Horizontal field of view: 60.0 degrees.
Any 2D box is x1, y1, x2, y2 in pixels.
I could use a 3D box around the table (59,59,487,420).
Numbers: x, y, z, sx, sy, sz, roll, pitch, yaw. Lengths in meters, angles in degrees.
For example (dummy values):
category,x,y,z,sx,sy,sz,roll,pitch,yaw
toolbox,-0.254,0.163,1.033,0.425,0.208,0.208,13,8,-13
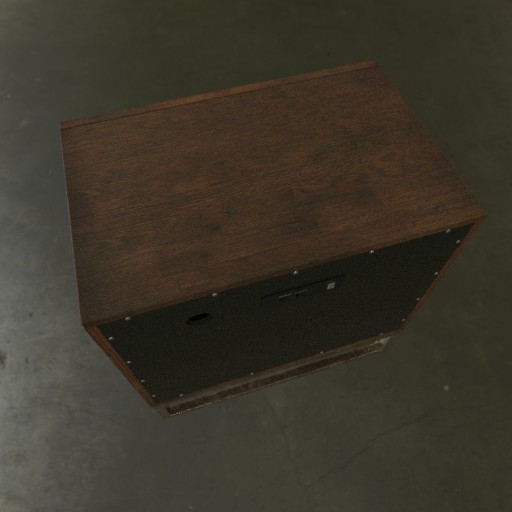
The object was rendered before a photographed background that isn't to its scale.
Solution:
category,x,y,z,sx,sy,sz,roll,pitch,yaw
table,0.000,0.000,1.236,0.767,0.746,0.542,-15,59,-9
